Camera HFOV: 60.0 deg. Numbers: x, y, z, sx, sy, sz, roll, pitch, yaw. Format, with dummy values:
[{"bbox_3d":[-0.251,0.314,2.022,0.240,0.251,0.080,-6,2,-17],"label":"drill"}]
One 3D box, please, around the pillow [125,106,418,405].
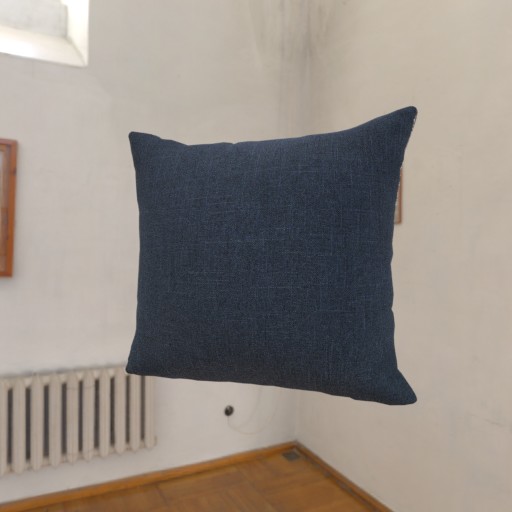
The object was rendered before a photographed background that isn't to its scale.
[{"bbox_3d":[0.000,0.000,0.795,0.546,0.487,0.180,0,1,18],"label":"pillow"}]
